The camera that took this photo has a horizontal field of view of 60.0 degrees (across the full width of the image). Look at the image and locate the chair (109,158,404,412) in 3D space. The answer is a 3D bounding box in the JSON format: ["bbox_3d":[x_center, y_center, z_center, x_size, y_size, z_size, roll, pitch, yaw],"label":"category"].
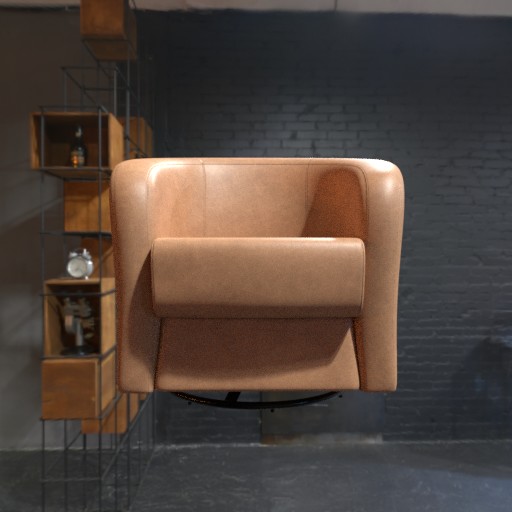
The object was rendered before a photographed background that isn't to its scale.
[{"bbox_3d":[0.000,0.000,1.426,0.791,0.771,0.815,0,0,-1],"label":"chair"}]
